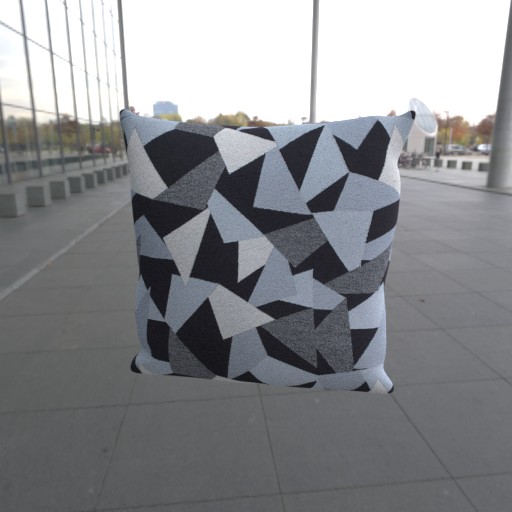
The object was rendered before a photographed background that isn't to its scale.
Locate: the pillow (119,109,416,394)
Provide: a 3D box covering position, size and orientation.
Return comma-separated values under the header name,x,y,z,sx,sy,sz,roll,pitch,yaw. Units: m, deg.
name,x,y,z,sx,sy,sz,roll,pitch,yaw
pillow,0.000,0.000,0.776,0.503,0.496,0.208,2,14,9
